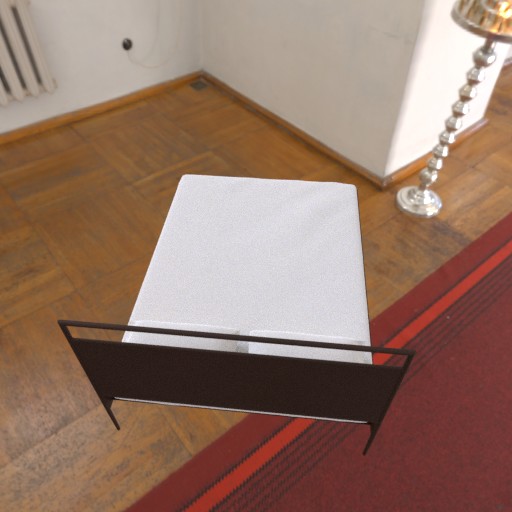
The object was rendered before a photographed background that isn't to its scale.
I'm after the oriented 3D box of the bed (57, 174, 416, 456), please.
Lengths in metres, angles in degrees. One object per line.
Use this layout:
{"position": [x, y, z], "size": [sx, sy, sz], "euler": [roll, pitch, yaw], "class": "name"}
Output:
{"position": [0.000, 0.000, 3.071], "size": [1.572, 1.173, 2.122], "euler": [4, 46, 4], "class": "bed"}
